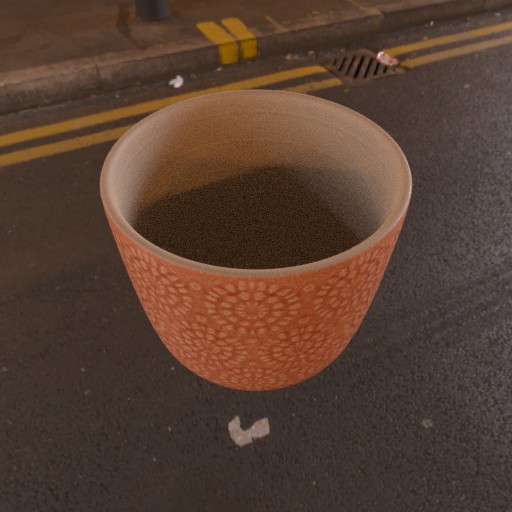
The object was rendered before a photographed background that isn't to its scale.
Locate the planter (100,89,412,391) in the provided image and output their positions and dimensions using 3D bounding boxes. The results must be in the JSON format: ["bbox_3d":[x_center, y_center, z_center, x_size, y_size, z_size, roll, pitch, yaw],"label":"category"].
[{"bbox_3d":[0.000,0.000,0.371,0.208,0.190,0.208,0,47,0],"label":"planter"}]
